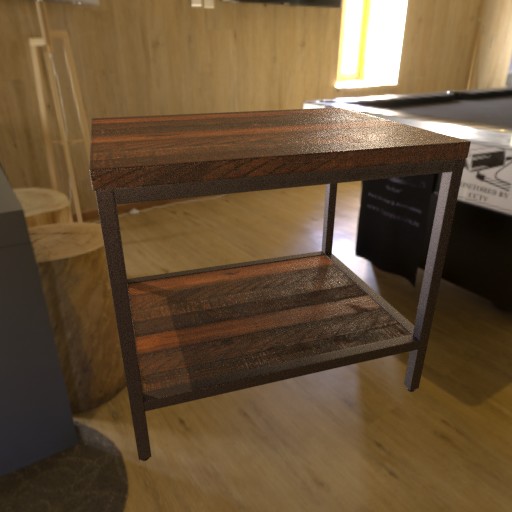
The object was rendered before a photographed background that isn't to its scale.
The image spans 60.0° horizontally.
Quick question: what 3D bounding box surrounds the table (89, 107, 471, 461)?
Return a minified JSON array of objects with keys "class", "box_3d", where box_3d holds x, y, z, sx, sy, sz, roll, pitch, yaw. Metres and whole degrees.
[{"class":"table","box_3d":[0.000,0.000,1.091,0.678,0.612,0.524,-8,27,-16]}]
